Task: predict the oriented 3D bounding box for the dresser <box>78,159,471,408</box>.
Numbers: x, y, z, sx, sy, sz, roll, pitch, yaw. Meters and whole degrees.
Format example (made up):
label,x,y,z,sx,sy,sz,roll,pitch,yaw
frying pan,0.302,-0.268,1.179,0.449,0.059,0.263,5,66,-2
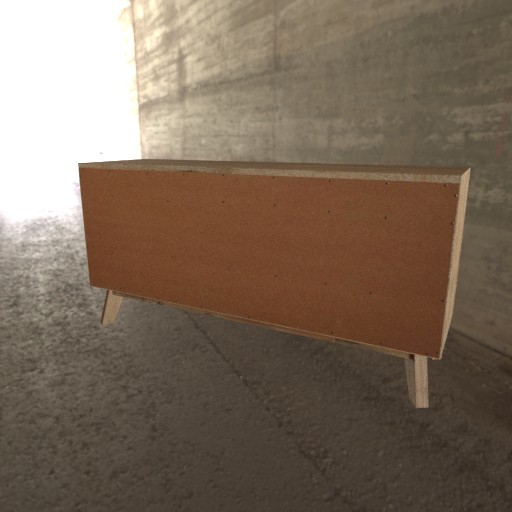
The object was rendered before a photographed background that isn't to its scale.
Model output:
label,x,y,z,sx,sy,sz,roll,pitch,yaw
dresser,0.000,0.000,1.951,1.602,0.788,0.455,8,17,27
